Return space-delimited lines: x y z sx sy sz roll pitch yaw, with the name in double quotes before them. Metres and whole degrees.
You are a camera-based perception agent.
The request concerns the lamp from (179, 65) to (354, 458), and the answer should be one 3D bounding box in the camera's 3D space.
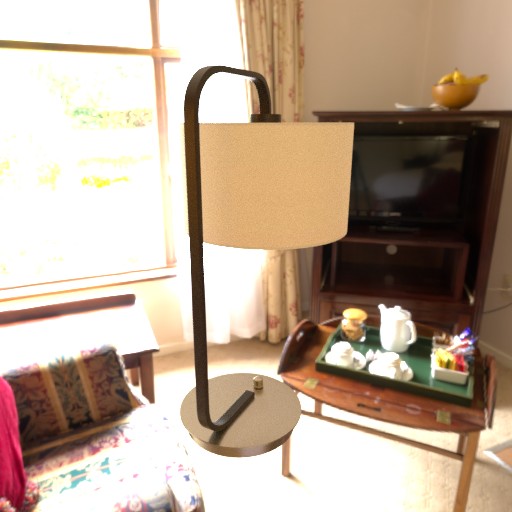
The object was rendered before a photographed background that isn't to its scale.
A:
"lamp" 0.000 0.000 0.618 0.230 0.473 0.288 9 19 26
